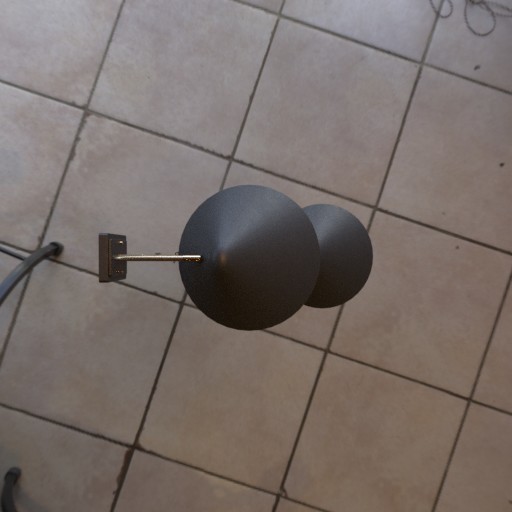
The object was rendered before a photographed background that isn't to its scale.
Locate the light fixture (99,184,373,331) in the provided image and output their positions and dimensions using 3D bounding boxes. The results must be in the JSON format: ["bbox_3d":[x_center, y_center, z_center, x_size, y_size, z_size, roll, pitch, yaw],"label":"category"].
[{"bbox_3d":[0.000,0.000,0.838,0.422,0.665,0.189,0,91,0],"label":"light fixture"}]
